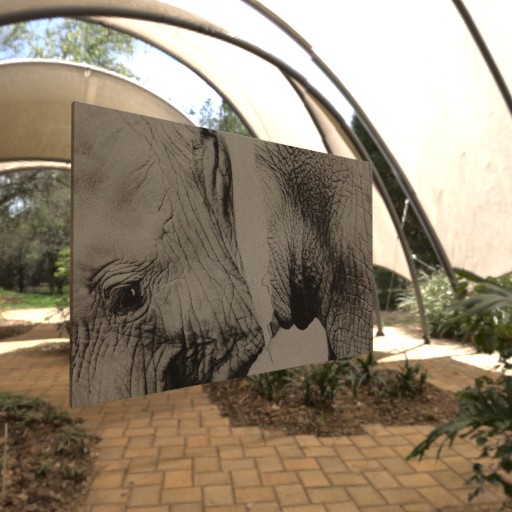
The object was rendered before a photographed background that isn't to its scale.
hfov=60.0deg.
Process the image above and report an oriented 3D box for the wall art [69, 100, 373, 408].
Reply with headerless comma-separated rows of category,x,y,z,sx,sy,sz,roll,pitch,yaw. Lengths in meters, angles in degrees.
wall art,0.000,0.000,1.154,0.914,0.607,0.023,1,-1,-37
